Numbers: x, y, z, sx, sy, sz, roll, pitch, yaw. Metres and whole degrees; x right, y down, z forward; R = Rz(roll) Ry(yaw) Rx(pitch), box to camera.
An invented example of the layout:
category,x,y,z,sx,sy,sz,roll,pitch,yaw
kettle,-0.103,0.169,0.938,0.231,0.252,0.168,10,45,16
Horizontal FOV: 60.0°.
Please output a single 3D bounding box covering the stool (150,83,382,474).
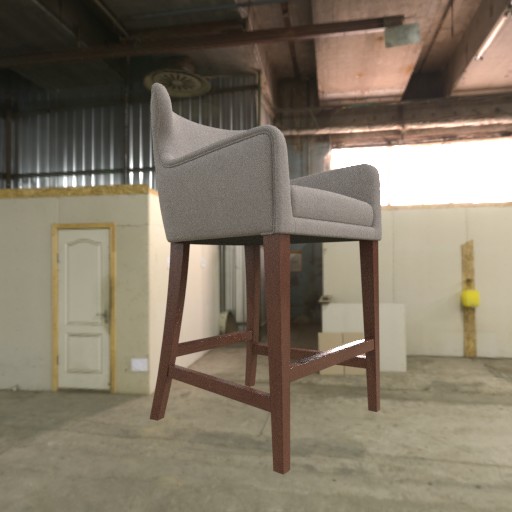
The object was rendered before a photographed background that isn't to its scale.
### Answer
category,x,y,z,sx,sy,sz,roll,pitch,yaw
stool,0.000,0.000,1.342,0.575,0.951,0.575,0,0,38
